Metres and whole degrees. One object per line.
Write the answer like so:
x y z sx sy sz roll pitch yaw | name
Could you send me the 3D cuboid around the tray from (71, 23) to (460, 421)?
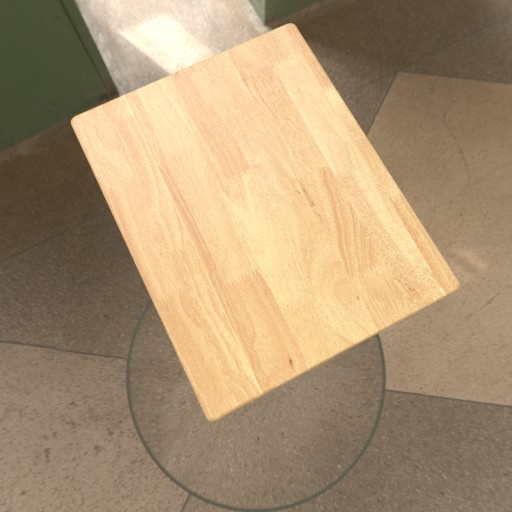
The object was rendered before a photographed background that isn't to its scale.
0.000 0.000 0.947 0.381 0.660 0.483 -26 77 -6 | tray
